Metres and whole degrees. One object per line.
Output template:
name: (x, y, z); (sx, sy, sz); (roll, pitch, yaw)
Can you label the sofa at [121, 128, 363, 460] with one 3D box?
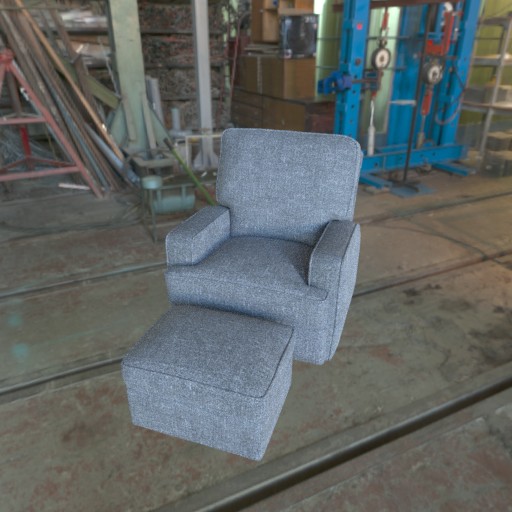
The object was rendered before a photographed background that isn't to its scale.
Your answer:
sofa: (0.000, 0.000, 2.065); (0.861, 0.959, 1.472); (9, 27, 17)
